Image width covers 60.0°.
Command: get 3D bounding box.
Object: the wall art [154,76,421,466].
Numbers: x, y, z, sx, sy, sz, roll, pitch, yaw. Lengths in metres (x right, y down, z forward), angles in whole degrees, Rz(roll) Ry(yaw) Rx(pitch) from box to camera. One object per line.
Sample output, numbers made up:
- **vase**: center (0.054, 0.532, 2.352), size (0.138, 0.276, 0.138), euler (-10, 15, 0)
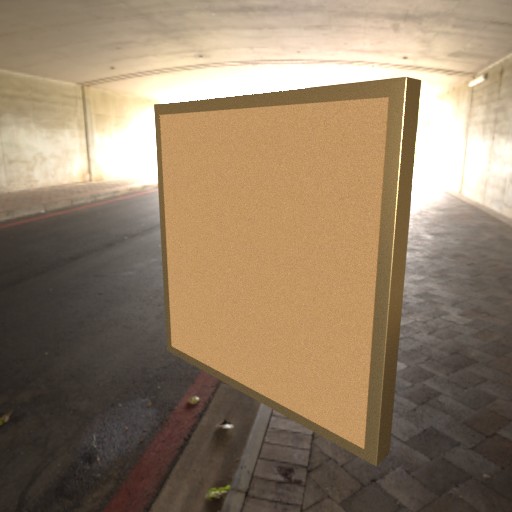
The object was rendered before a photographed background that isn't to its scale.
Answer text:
- **wall art**: center (0.000, 0.000, 0.445), size (0.305, 0.305, 0.023), euler (14, 20, 43)
